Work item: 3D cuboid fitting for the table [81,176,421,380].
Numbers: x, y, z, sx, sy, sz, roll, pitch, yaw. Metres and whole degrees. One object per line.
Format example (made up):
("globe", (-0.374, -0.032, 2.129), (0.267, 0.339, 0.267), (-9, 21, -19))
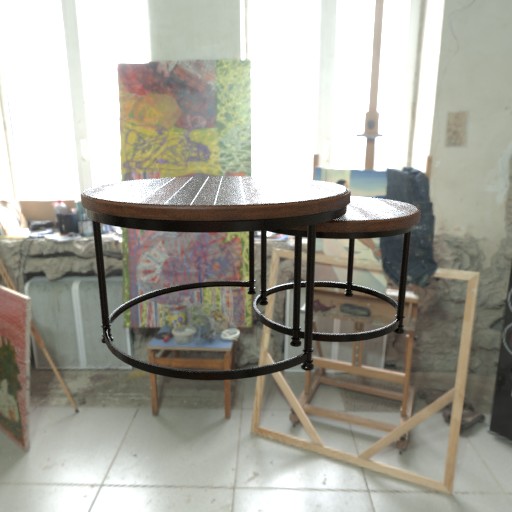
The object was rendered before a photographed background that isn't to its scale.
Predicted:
("table", (0.000, 0.000, 1.620), (1.152, 0.516, 0.870), (-8, 17, -27))
